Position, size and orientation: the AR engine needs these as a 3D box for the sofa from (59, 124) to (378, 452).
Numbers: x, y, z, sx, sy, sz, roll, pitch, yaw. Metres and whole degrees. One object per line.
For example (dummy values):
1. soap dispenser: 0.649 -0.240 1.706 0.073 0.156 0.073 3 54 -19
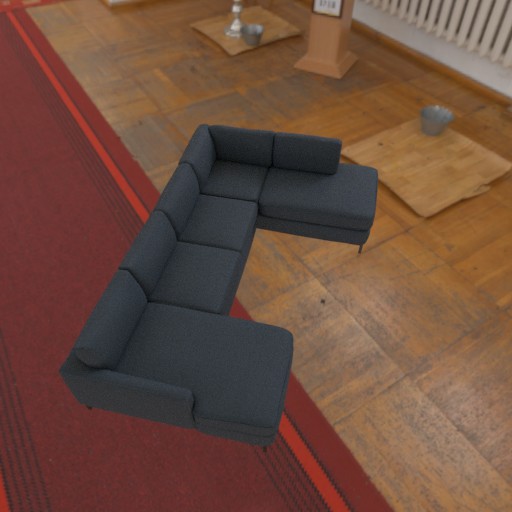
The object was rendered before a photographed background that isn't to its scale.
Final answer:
1. sofa: 0.000 0.000 3.842 1.984 0.858 2.975 9 48 9
